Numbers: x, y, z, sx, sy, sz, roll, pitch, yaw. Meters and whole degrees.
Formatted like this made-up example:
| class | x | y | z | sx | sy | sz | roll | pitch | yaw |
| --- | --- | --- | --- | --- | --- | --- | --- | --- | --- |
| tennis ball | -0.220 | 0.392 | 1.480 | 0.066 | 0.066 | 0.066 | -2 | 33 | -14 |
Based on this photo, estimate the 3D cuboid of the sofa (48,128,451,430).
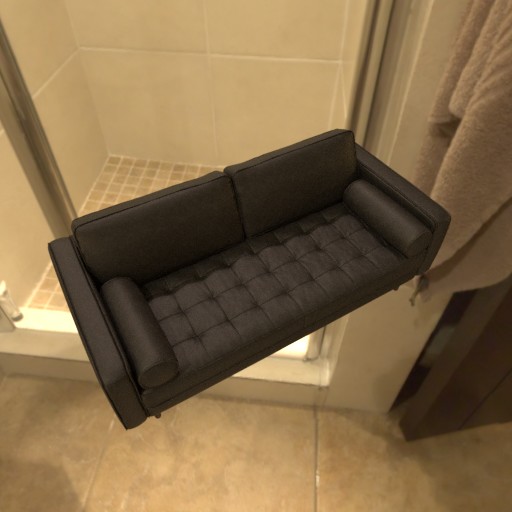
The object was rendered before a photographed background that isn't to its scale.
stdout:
| class | x | y | z | sx | sy | sz | roll | pitch | yaw |
| --- | --- | --- | --- | --- | --- | --- | --- | --- | --- |
| sofa | 0.000 | 0.000 | 2.349 | 1.879 | 0.770 | 0.921 | -24 | 51 | -20 |
